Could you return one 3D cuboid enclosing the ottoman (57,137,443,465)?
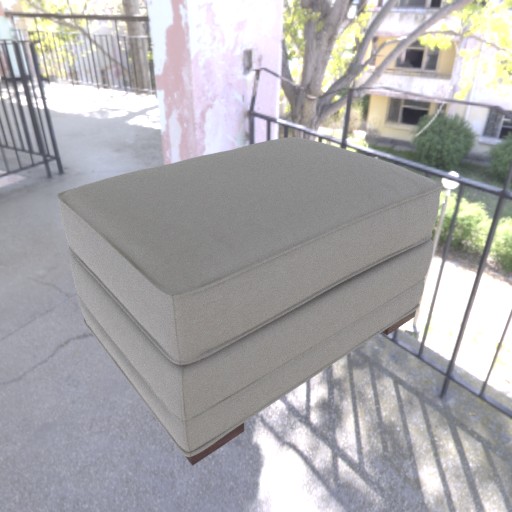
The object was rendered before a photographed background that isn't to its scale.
[{"bbox_3d":[0.000,0.000,1.221,0.848,0.482,0.611,-22,37,-33],"label":"ottoman"}]
